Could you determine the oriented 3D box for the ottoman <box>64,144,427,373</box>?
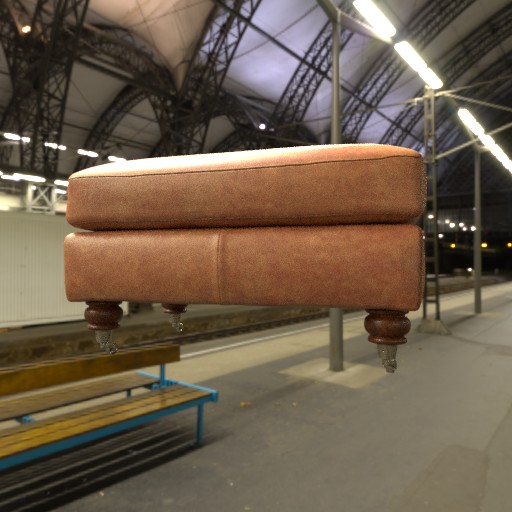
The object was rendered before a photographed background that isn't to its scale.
[{"bbox_3d":[0.000,0.000,1.210,0.852,0.507,0.565,0,-1,17],"label":"ottoman"}]
